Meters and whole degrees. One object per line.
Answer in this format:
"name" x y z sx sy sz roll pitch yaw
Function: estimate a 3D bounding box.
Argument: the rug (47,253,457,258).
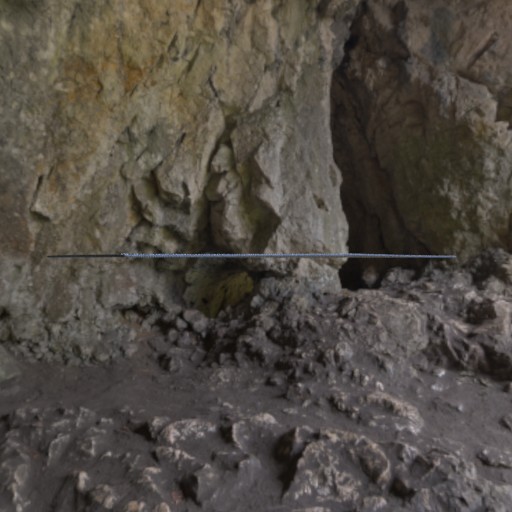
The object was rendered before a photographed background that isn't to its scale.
"rug" 0.000 0.000 2.274 1.777 0.021 1.145 0 0 -36
